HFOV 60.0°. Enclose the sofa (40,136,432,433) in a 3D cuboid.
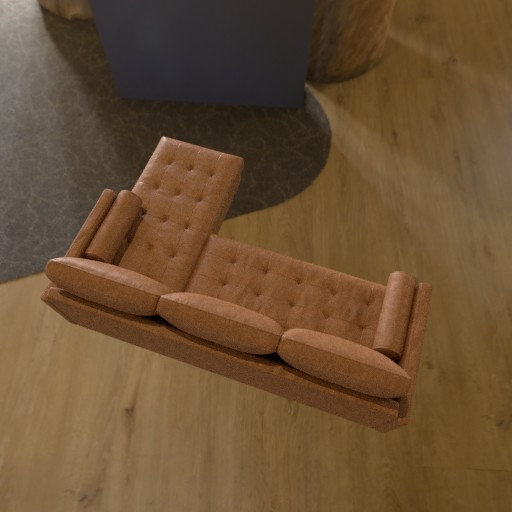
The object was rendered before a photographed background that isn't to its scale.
[{"bbox_3d":[0.000,0.000,2.894,2.178,0.876,1.506,17,65,8],"label":"sofa"}]
